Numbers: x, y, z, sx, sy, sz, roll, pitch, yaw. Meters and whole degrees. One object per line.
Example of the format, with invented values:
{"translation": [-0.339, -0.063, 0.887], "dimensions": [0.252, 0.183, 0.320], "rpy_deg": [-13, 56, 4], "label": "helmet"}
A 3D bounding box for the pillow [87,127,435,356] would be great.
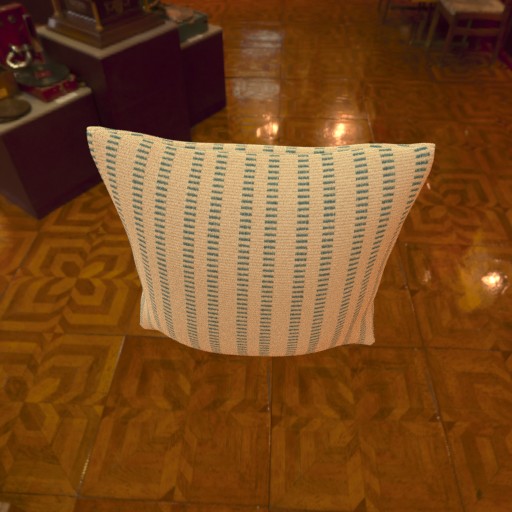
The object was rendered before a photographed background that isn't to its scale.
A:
{"translation": [0.000, 0.000, 0.689], "dimensions": [0.438, 0.419, 0.247], "rpy_deg": [4, 46, 4], "label": "pillow"}
